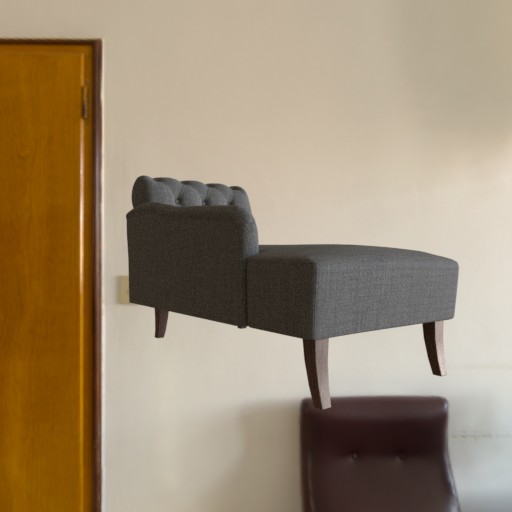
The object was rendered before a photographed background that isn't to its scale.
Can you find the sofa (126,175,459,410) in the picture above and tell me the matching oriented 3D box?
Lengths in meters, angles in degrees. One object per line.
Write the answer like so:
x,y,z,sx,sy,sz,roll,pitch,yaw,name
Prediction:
0.000,0.000,1.819,0.675,0.787,1.379,0,0,-36,sofa
